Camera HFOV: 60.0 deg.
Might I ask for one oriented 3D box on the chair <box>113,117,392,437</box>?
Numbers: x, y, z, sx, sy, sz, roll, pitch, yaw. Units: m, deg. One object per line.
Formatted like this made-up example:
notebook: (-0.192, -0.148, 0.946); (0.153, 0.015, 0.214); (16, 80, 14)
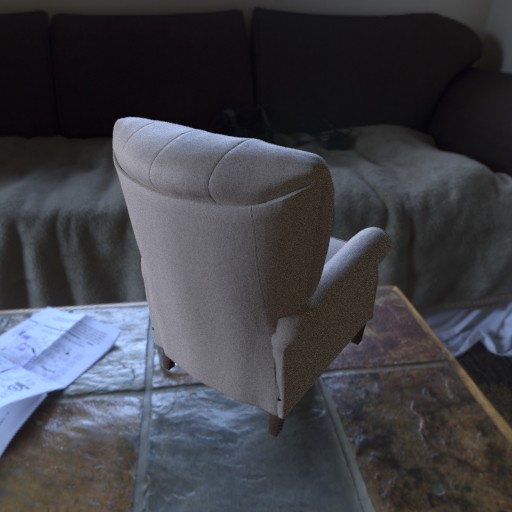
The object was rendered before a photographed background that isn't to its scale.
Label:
chair: (0.000, 0.000, 1.946); (0.942, 1.209, 1.025); (20, 35, 32)
